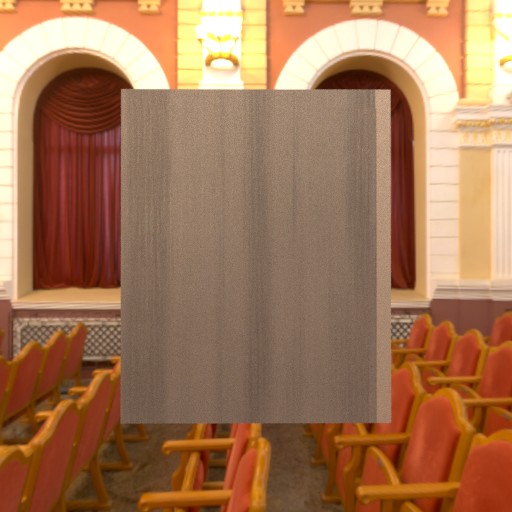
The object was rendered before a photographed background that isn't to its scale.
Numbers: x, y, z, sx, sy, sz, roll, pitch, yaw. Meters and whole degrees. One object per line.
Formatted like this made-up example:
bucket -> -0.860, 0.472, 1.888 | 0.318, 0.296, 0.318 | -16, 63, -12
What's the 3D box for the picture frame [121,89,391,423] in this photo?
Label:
picture frame -> 0.000, 0.000, 0.760 | 0.449, 0.555, 0.046 | 0, 0, 0
